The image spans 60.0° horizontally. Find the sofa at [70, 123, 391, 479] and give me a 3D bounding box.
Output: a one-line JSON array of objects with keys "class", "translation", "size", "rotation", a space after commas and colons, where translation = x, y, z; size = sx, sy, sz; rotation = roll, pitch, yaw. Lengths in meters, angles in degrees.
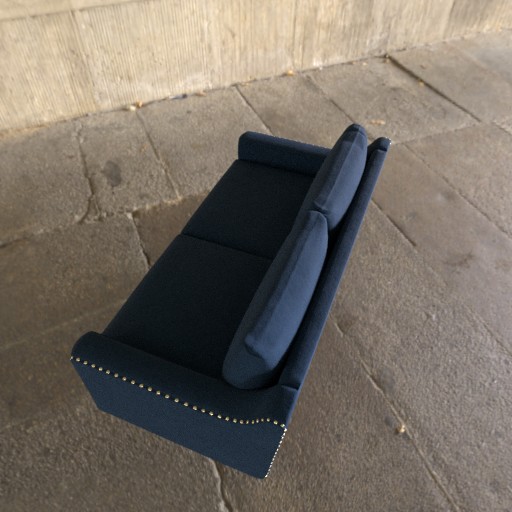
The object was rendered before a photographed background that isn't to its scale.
[{"class": "sofa", "translation": [0.000, 0.000, 2.680], "size": [1.104, 0.983, 2.107], "rotation": [17, 49, 15]}]
